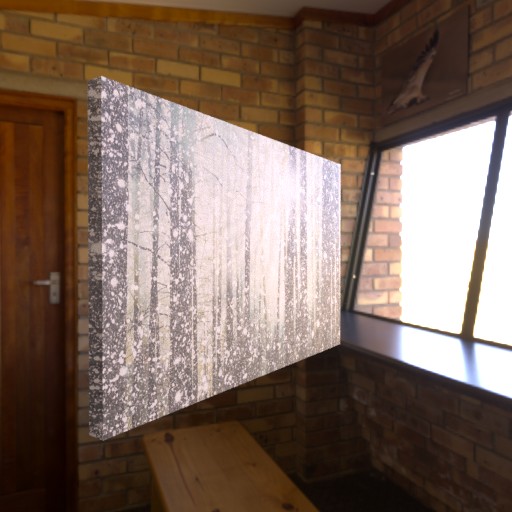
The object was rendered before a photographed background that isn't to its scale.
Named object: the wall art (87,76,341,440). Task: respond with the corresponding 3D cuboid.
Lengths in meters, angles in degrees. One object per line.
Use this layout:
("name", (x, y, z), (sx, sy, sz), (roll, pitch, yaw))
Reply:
("wall art", (0.000, 0.000, 1.111), (0.038, 0.598, 0.919), (1, 1, 36))
